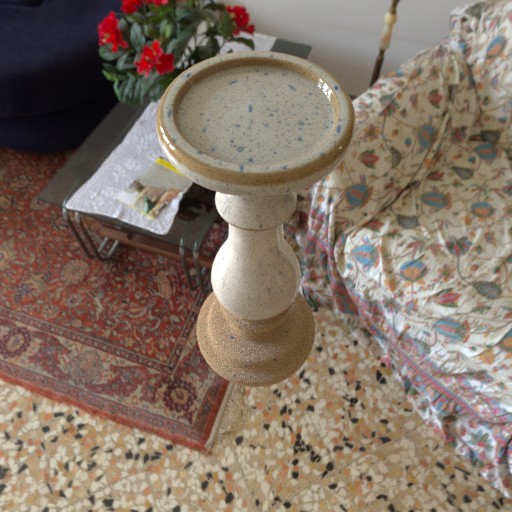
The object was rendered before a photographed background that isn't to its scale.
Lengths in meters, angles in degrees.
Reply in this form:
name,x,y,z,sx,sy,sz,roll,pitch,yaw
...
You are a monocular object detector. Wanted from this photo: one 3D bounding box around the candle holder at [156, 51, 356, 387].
name,x,y,z,sx,sy,sz,roll,pitch,yaw
candle holder,0.000,0.000,0.250,0.088,0.203,0.088,0,56,0
